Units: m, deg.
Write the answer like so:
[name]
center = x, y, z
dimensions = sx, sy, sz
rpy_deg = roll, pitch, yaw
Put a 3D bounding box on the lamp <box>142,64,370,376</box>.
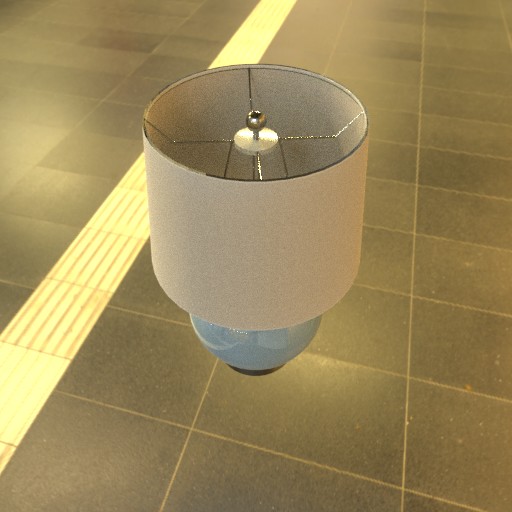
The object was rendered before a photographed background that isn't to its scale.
[lamp]
center = 0.000, 0.000, 0.547
dimensions = 0.247, 0.387, 0.247
rpy_deg = 0, 47, 0
